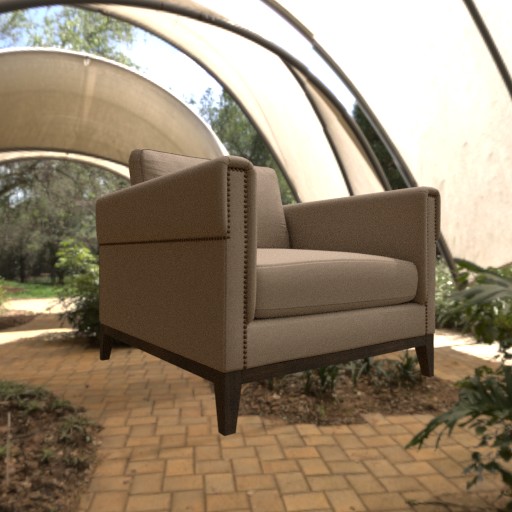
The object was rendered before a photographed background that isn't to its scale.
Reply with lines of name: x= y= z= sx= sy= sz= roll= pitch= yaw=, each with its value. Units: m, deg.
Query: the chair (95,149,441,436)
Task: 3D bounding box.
chair: x=0.000 y=0.000 z=1.662 sx=0.914 sy=0.838 sz=0.959 roll=0 pitch=0 yaw=-36
